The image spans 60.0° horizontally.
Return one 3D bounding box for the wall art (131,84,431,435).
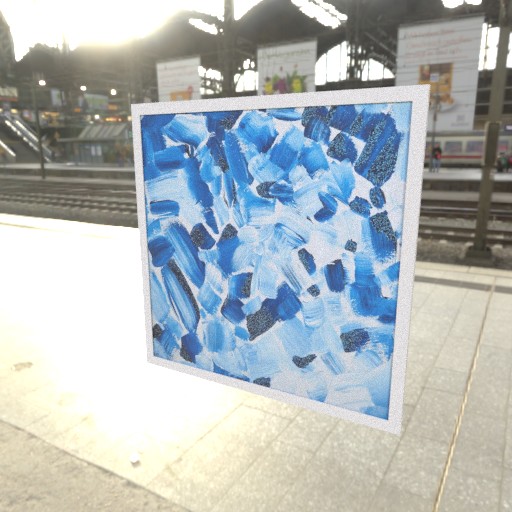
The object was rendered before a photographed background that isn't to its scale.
[{"bbox_3d":[0.000,0.000,1.190,0.812,0.812,0.015,7,15,28],"label":"wall art"}]
